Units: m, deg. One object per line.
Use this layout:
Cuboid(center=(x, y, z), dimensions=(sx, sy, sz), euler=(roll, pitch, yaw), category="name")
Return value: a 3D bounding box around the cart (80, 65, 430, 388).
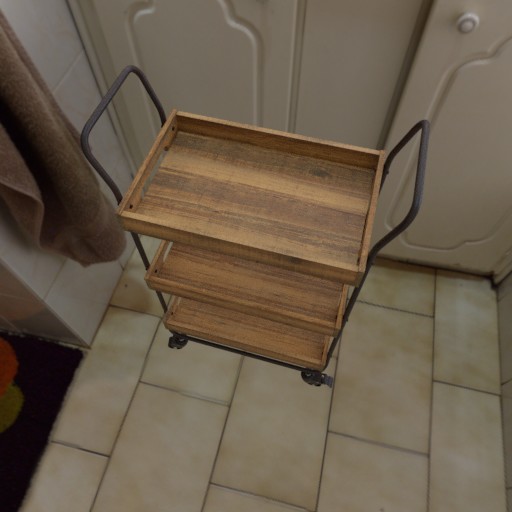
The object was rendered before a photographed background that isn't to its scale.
Cuboid(center=(0.000, 0.000, 1.134), dimensions=(0.583, 0.857, 0.339), euler=(14, 60, 8), category="cart")
